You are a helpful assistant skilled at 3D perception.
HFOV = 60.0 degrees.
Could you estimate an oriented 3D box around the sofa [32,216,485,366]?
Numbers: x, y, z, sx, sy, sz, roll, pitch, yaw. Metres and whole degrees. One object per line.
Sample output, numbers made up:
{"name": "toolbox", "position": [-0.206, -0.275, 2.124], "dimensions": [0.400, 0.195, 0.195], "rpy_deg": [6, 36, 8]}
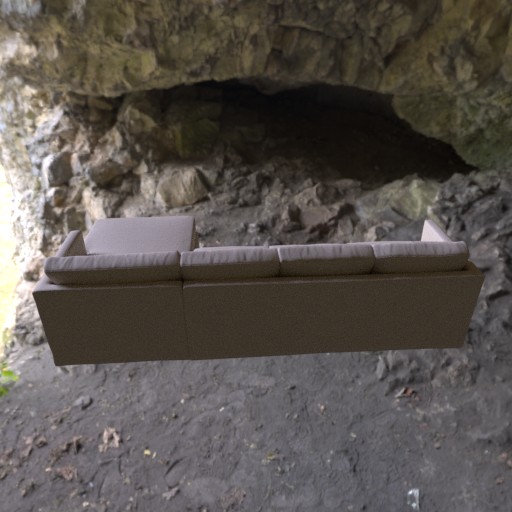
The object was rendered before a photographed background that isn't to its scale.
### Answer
{"name": "sofa", "position": [0.000, 0.000, 3.888], "dimensions": [3.206, 0.871, 1.622], "rpy_deg": [-2, 31, -3]}
